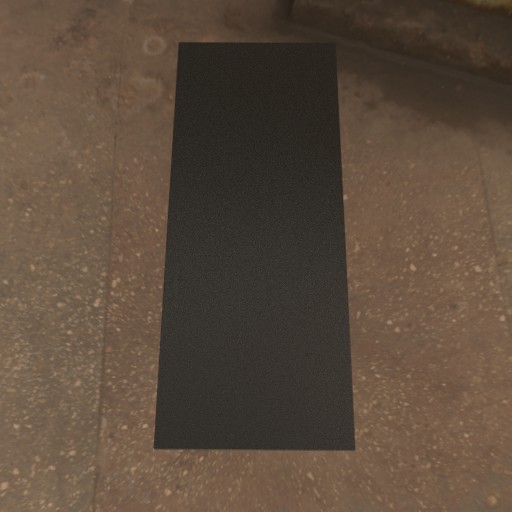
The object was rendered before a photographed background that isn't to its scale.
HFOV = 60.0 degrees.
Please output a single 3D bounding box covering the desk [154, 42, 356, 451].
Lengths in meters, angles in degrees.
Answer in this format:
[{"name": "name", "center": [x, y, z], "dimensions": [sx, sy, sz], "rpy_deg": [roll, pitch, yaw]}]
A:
[{"name": "desk", "center": [0.000, 0.000, 1.643], "dimensions": [0.508, 0.775, 1.220], "rpy_deg": [0, 75, 0]}]
